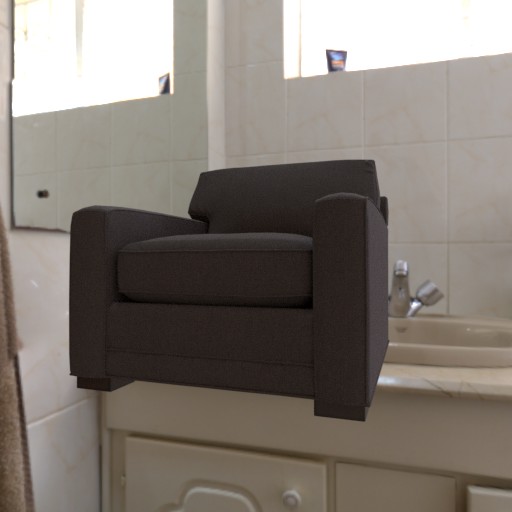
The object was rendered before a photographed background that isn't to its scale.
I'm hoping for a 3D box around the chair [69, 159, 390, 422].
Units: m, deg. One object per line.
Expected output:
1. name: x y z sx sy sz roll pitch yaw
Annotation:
1. chair: 0.000 0.000 1.814 0.997 0.913 1.043 0 -1 19
